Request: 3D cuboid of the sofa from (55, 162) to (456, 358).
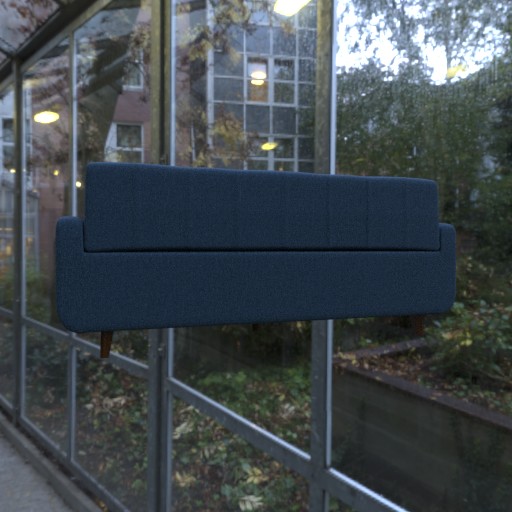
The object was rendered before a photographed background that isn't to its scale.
[{"bbox_3d":[0.000,0.000,2.603,2.055,0.884,0.942,0,1,-17],"label":"sofa"}]
